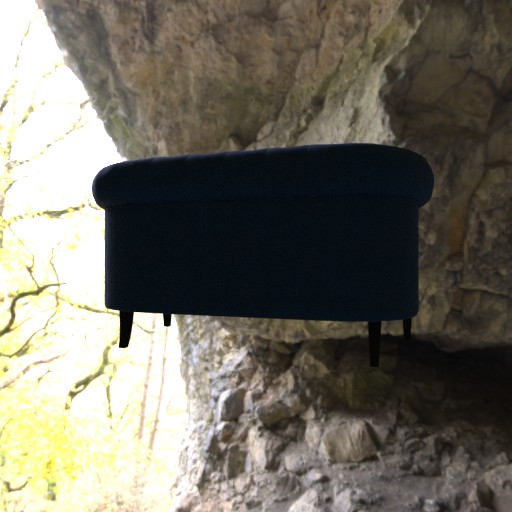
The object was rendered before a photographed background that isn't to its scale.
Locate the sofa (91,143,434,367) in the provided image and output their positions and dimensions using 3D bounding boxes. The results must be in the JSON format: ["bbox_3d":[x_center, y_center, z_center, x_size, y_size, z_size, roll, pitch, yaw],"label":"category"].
[{"bbox_3d":[0.000,0.000,2.067,1.558,0.827,0.835,0,0,18],"label":"sofa"}]
